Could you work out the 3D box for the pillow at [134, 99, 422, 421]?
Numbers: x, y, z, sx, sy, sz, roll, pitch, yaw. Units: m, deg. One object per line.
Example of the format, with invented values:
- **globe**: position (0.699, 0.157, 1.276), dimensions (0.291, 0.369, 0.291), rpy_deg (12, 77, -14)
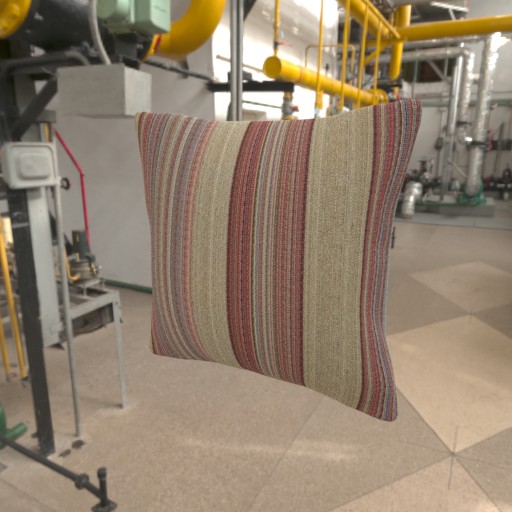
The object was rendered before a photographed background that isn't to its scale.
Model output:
- **pillow**: position (0.000, 0.000, 0.650), dimensions (0.437, 0.419, 0.136), rpy_deg (8, 16, 27)
